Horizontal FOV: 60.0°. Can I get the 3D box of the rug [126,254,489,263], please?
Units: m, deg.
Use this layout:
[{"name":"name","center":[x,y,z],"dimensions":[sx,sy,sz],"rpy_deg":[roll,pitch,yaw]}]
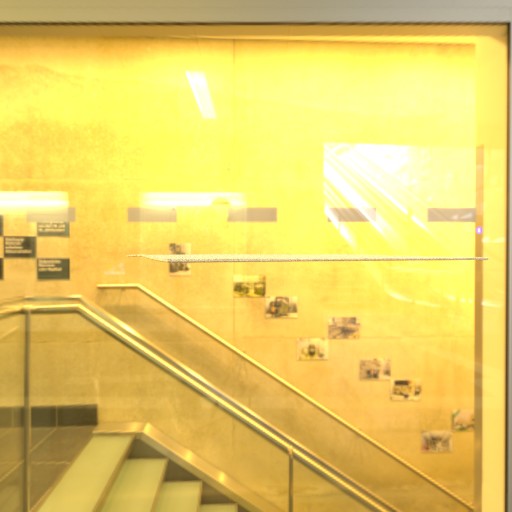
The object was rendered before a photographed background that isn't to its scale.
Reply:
[{"name":"rug","center":[0.000,0.000,2.285],"dimensions":[1.179,0.022,1.820],"rpy_deg":[0,1,-20]}]
